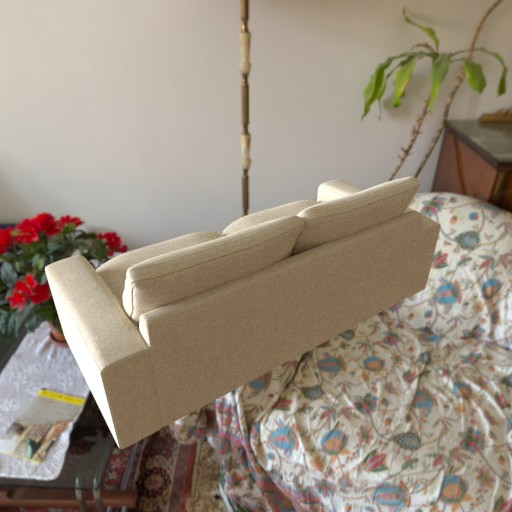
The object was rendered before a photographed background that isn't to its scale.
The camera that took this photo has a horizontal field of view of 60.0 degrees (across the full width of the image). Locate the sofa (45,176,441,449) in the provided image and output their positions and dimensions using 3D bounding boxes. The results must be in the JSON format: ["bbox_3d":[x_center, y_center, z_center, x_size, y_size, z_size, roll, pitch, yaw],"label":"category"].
[{"bbox_3d":[0.000,0.000,2.806,2.299,0.922,1.040,-20,37,-29],"label":"sofa"}]
